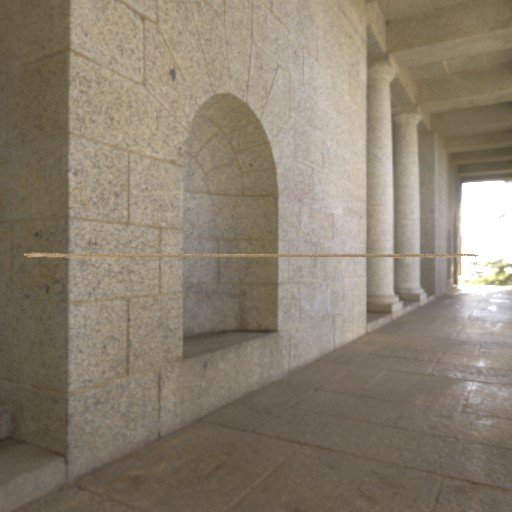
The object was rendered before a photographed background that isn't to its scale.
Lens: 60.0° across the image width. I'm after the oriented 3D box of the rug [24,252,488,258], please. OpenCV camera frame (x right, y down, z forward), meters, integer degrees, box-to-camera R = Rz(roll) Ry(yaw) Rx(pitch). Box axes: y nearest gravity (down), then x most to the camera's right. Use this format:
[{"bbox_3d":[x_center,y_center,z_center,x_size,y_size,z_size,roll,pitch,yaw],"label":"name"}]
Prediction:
[{"bbox_3d":[0.000,0.000,3.135,2.523,0.034,1.528,0,0,0],"label":"rug"}]
